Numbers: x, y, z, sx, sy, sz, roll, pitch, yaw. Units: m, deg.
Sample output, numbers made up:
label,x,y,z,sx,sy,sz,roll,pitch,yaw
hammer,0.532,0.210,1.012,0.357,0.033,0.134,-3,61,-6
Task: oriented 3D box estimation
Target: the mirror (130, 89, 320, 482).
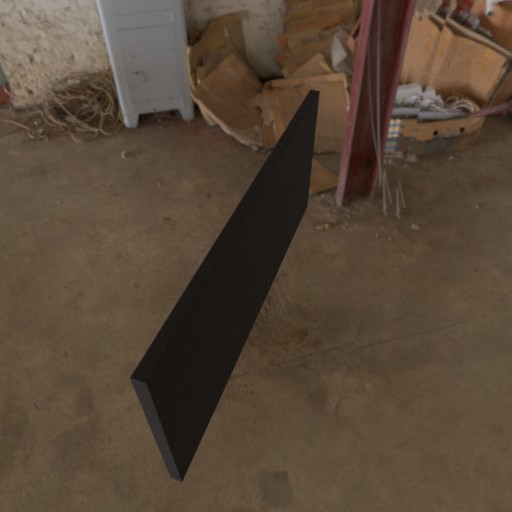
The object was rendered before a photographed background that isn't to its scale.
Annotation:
label,x,y,z,sx,sy,sz,roll,pitch,yaw
mirror,0.000,0.000,1.800,0.047,0.692,1.584,15,48,14
